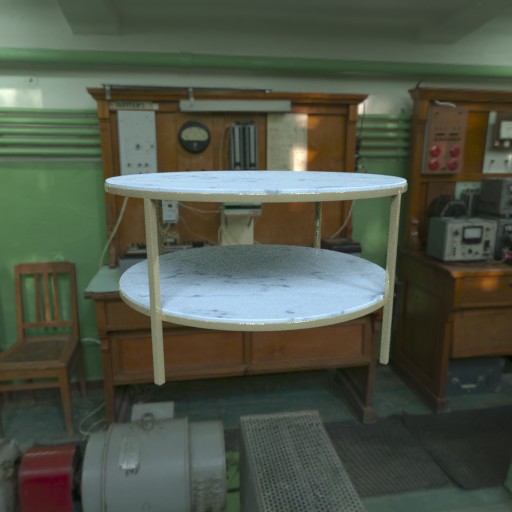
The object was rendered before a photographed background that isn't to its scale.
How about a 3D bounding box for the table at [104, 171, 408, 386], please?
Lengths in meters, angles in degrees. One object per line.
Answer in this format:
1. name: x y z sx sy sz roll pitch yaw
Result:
1. table: 0.000 0.000 1.283 0.800 0.450 0.800 0 13 0
